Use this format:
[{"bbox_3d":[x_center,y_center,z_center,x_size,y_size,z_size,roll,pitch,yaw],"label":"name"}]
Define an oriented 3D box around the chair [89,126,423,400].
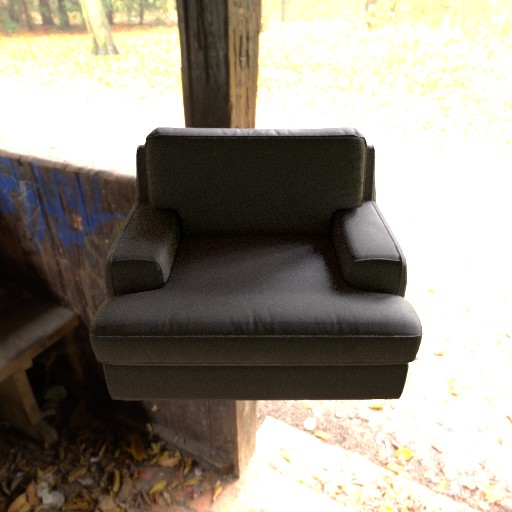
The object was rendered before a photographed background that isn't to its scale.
[{"bbox_3d":[0.000,0.000,2.011,1.270,0.974,1.043,0,31,0],"label":"chair"}]
